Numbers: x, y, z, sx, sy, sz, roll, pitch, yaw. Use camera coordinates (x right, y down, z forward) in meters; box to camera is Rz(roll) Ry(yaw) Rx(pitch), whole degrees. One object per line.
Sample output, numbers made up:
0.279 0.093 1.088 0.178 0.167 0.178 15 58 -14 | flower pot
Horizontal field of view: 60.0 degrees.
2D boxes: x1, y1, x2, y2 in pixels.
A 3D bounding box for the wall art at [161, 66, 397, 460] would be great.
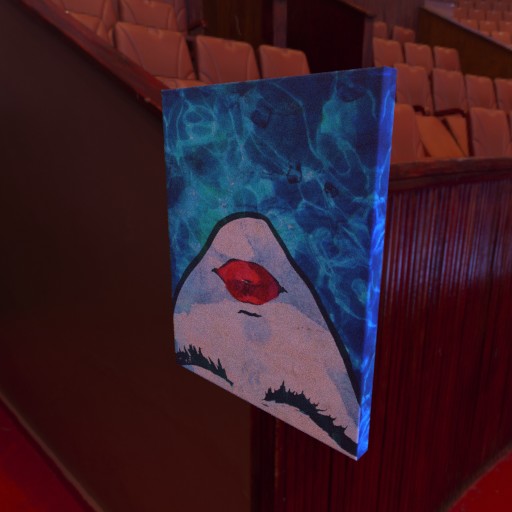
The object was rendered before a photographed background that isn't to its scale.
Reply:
0.000 0.000 0.863 0.508 0.635 0.038 14 20 41 | wall art
